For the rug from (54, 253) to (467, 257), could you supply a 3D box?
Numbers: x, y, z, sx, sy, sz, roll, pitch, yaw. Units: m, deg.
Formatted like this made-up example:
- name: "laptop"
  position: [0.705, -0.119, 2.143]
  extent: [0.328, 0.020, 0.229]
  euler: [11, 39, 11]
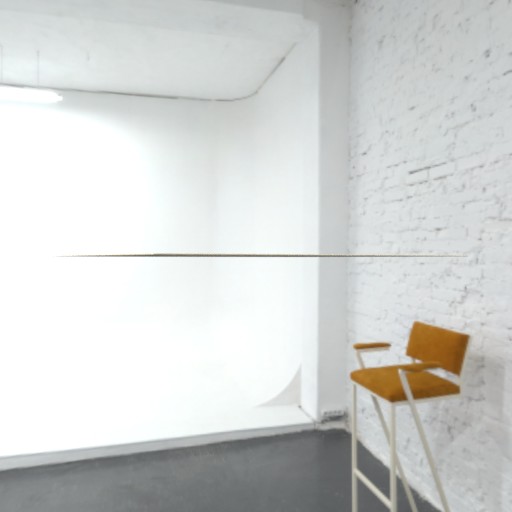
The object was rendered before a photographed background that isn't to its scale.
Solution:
- name: "rug"
  position: [0.000, 0.000, 4.047]
  extent: [2.977, 0.008, 2.380]
  euler: [0, 0, -36]
